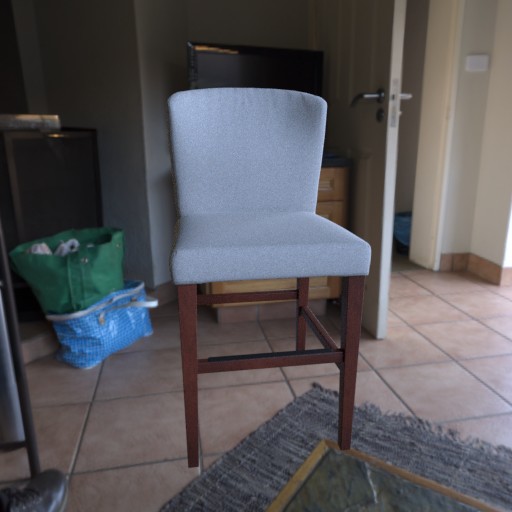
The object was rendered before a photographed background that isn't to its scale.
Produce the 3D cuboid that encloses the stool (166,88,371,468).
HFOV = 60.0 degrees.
[{"bbox_3d":[0.000,0.000,1.284,0.479,0.968,0.568,-2,15,-9],"label":"stool"}]
